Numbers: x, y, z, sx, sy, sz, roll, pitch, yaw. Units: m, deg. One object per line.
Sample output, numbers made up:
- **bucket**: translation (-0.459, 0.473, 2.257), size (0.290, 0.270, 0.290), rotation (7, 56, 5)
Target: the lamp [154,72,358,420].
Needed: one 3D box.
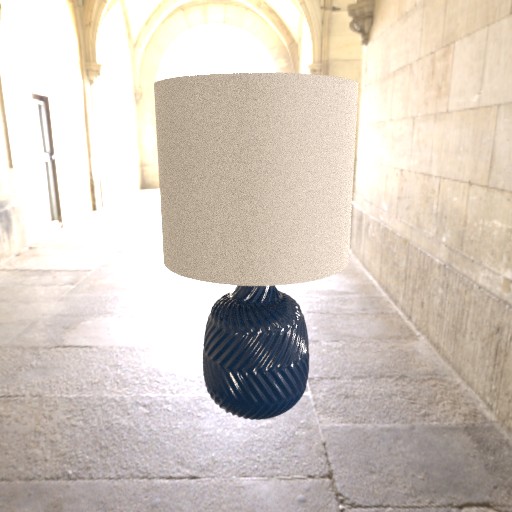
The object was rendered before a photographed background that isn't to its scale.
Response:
- **lamp**: translation (0.000, 0.000, 0.496), size (0.203, 0.368, 0.203), rotation (14, 20, 42)
